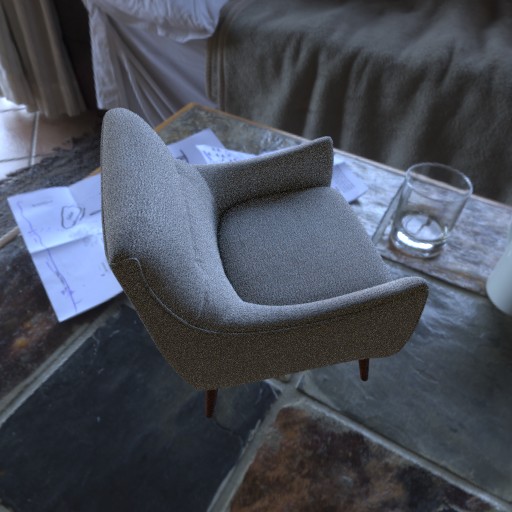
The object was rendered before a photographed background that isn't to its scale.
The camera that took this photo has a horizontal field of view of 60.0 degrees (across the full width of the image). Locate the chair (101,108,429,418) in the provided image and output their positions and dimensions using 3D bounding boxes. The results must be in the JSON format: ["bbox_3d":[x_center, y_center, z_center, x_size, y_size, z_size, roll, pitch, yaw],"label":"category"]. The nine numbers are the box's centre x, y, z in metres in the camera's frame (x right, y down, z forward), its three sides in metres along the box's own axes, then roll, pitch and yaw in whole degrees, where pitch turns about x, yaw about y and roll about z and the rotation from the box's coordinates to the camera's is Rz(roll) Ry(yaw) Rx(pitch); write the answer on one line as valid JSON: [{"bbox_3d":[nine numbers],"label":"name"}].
[{"bbox_3d":[0.000,0.000,1.424,0.787,0.838,0.762,-10,48,-9],"label":"chair"}]
